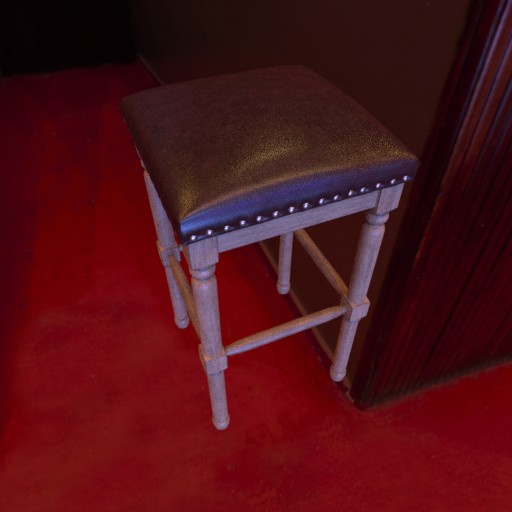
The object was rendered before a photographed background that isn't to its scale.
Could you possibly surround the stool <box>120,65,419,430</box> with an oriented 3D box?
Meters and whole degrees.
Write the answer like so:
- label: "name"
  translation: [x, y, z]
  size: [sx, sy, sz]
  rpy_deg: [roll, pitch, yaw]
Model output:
- label: "stool"
  translation: [0.000, 0.000, 0.946]
  size: [0.382, 0.702, 0.383]
  rpy_deg: [-17, 47, -16]
